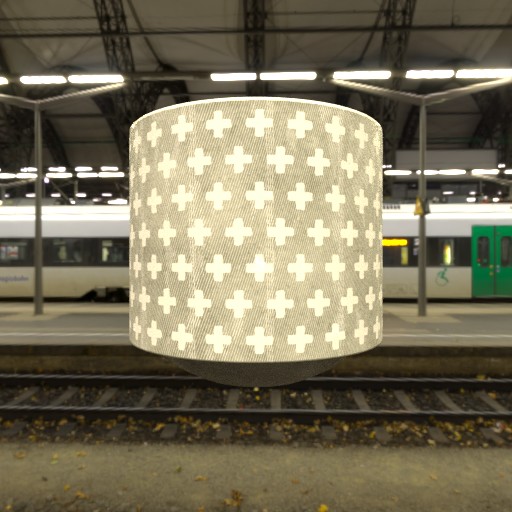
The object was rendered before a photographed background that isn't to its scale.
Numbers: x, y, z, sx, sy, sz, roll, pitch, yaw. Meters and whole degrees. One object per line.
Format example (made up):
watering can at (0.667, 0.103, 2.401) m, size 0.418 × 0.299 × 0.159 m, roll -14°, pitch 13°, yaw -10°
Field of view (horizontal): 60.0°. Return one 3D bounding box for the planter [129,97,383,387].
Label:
planter at (0.000, 0.000, 0.456) m, size 0.250 × 0.239 × 0.250 m, roll 0°, pitch 0°, yaw 0°
